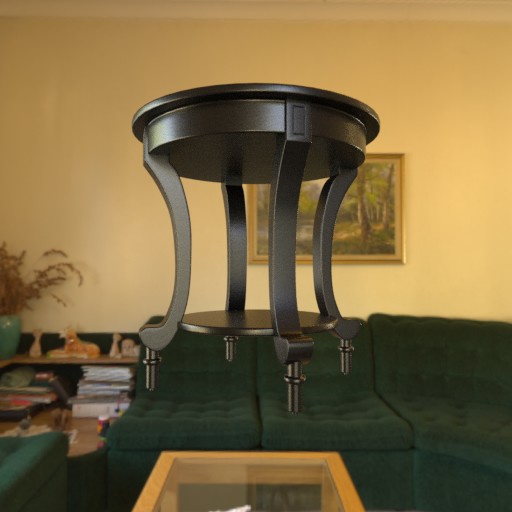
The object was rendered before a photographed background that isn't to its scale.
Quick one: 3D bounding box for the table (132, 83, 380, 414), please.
[{"bbox_3d":[0.000,0.000,1.097,0.597,0.618,0.597,0,-1,0],"label":"table"}]
